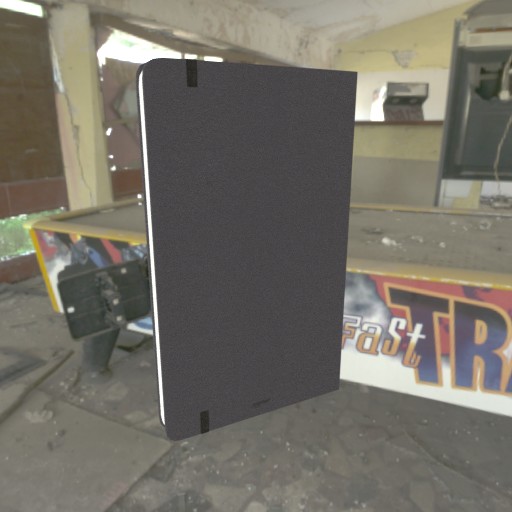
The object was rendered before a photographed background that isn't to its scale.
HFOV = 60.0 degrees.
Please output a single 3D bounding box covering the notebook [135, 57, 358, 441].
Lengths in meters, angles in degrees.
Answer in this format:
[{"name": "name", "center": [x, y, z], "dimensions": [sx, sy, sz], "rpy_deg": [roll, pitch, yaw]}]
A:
[{"name": "notebook", "center": [0.000, 0.000, 0.268], "dimensions": [0.127, 0.213, 0.016], "rpy_deg": [-8, 18, -26]}]
